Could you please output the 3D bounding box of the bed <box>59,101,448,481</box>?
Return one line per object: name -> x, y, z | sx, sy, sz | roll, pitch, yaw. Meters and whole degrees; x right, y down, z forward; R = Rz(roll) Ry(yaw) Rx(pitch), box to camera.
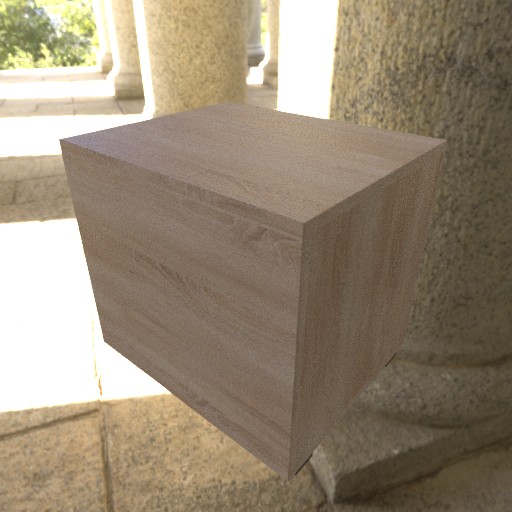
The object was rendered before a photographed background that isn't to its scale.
bed -> 0.000, 0.000, 0.791 | 0.460, 0.420, 0.401 | 23, 37, 34
